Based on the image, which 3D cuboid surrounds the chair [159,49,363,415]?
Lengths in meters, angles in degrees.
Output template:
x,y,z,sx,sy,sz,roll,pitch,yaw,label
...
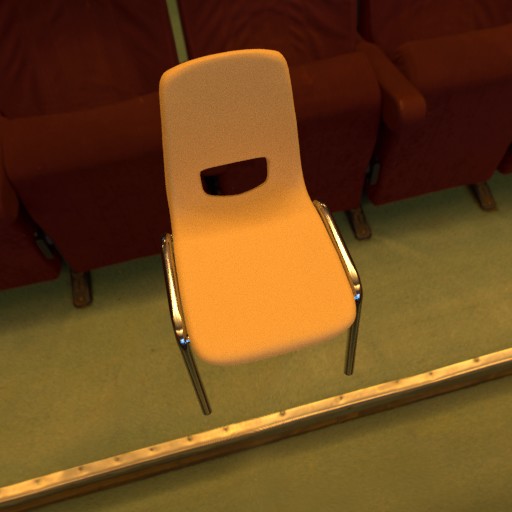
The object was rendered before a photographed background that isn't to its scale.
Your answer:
x,y,z,sx,sy,sz,roll,pitch,yaw,label
0.000,0.000,0.830,0.354,0.586,0.423,-13,64,-7,chair
